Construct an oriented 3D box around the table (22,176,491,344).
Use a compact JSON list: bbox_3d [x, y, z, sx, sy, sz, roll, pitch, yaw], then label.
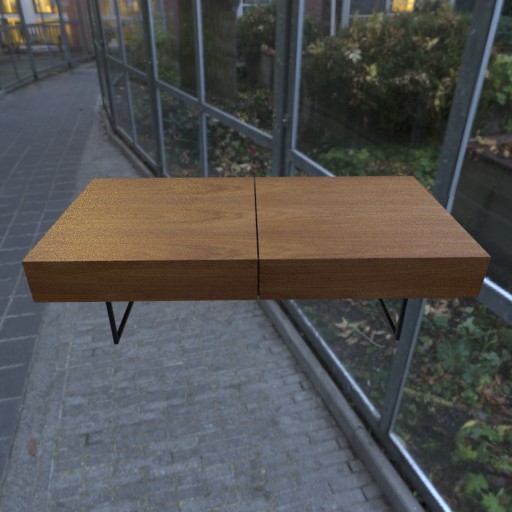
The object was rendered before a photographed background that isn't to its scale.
[{"bbox_3d":[0.000,0.000,1.473,1.194,0.330,0.610,-1,30,-1],"label":"table"}]
